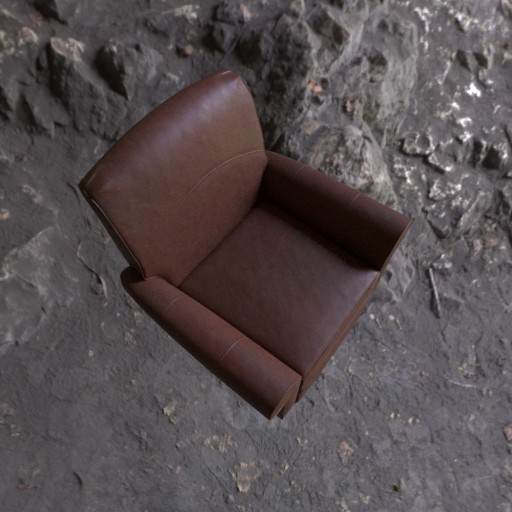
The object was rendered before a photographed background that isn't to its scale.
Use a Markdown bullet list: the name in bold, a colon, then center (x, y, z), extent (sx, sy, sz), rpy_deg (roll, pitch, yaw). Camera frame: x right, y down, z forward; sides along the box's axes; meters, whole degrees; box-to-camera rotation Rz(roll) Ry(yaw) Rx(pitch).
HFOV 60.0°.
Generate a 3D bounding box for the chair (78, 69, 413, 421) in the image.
- **chair**: center (0.000, 0.000, 1.808), extent (0.902, 1.061, 0.978), rpy_deg (33, 64, 18)
